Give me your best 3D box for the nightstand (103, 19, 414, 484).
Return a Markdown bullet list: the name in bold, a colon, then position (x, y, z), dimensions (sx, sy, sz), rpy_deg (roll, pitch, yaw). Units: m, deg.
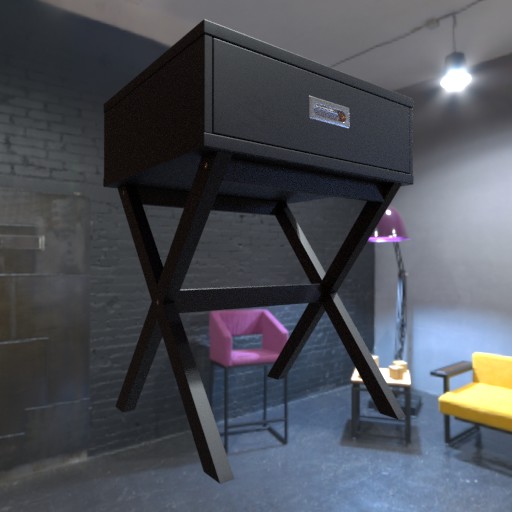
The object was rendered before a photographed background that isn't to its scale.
- **nightstand**: position (0.000, 0.000, 0.889), dimensions (0.479, 0.623, 0.402), rpy_deg (1, -1, -37)
